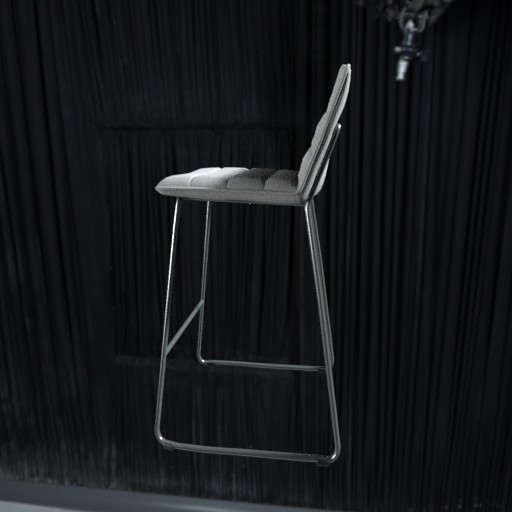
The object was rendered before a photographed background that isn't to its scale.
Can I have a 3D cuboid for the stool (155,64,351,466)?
[{"bbox_3d":[0.000,0.000,1.261,0.490,0.960,0.490,2,15,7],"label":"stool"}]
